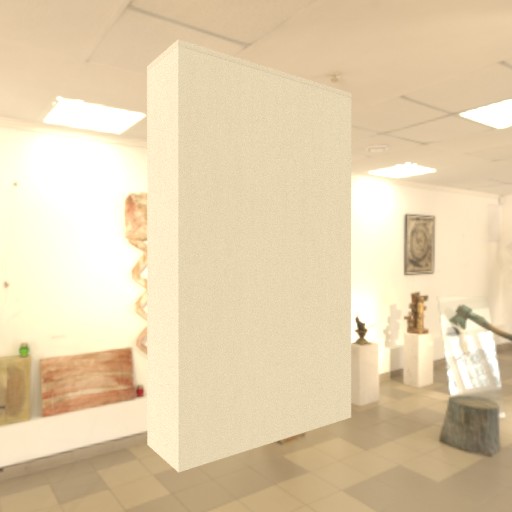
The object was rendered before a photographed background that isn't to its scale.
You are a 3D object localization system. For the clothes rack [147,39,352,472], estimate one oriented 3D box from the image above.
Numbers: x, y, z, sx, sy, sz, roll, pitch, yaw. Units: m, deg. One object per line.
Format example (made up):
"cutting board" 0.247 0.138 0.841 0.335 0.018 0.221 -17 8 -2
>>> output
"clothes rack" 0.000 0.000 1.631 0.750 1.280 0.250 0 0 -36
